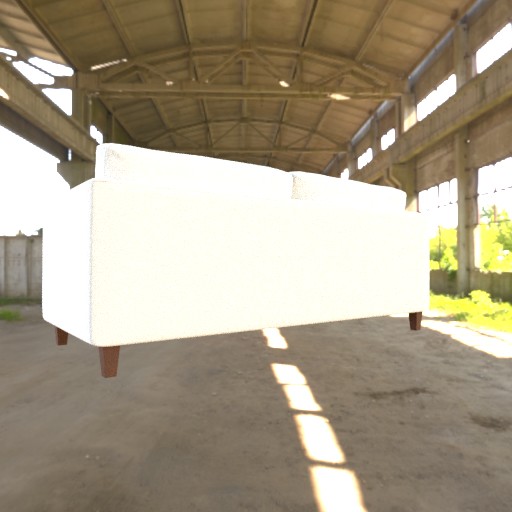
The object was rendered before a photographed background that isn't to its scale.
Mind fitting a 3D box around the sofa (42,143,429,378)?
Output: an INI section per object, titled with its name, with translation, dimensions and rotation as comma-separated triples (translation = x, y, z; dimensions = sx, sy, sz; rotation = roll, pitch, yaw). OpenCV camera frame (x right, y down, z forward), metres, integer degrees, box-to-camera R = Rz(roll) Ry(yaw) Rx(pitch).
[sofa]
translation = 0.000, 0.000, 2.578
dimensions = 2.139, 0.933, 0.924
rotation = 1, -1, -36
